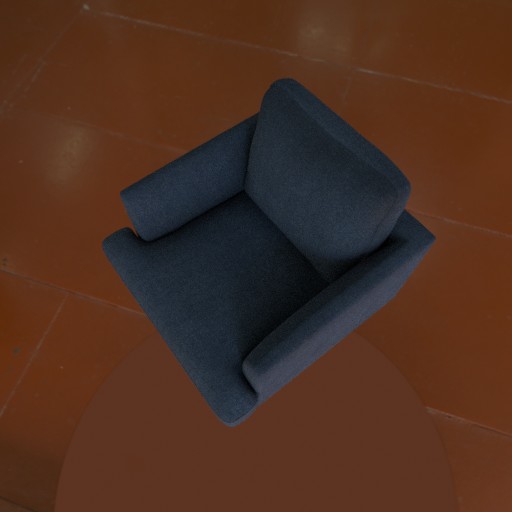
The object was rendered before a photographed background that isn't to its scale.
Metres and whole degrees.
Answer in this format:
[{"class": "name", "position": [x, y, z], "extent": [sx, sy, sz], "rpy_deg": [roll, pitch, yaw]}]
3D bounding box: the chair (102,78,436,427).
[{"class": "chair", "position": [0.000, 0.000, 1.675], "extent": [0.899, 0.957, 0.858], "rpy_deg": [-34, 68, -16]}]
